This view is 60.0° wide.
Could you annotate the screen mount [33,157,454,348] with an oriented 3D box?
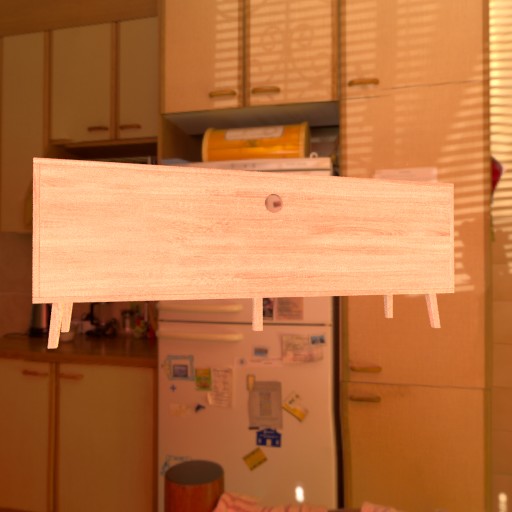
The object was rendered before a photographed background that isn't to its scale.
[{"bbox_3d":[0.000,0.000,1.722,1.500,0.570,0.420,0,-1,-17],"label":"screen mount"}]
